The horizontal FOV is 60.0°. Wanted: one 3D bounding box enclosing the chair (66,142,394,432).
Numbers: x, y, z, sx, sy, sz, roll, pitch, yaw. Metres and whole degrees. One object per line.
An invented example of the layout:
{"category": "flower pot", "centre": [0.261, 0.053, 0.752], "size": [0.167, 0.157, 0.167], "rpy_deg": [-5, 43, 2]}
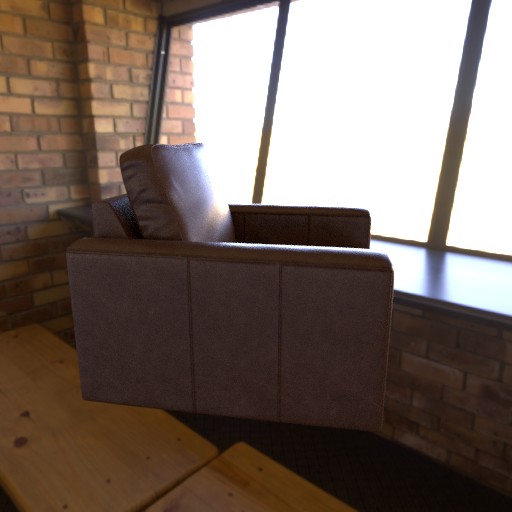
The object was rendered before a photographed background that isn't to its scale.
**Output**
{"category": "chair", "centre": [0.000, 0.000, 1.770], "size": [1.016, 0.873, 1.005], "rpy_deg": [3, 15, 10]}
